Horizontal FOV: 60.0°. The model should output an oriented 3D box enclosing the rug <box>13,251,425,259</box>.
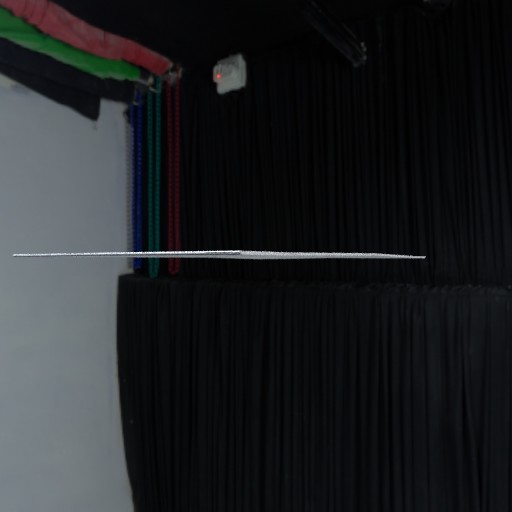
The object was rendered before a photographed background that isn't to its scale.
[{"bbox_3d":[0.000,0.000,2.167,1.149,0.021,1.773,0,-1,35],"label":"rug"}]
